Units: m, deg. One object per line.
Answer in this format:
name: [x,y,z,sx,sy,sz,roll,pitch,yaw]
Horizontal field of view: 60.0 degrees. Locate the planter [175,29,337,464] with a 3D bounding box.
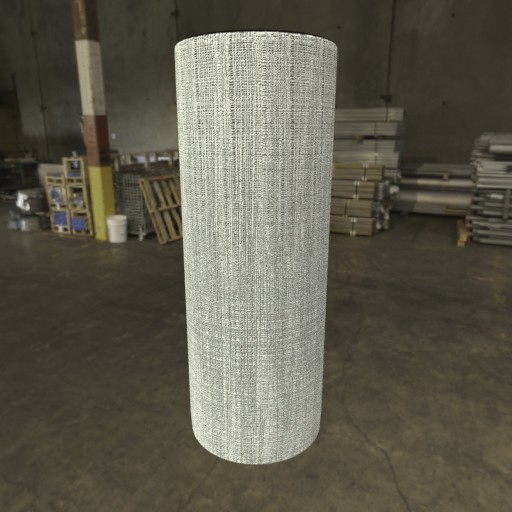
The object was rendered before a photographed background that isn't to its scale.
planter: [0.000,0.000,0.312,0.100,0.270,0.100,8,17,25]
